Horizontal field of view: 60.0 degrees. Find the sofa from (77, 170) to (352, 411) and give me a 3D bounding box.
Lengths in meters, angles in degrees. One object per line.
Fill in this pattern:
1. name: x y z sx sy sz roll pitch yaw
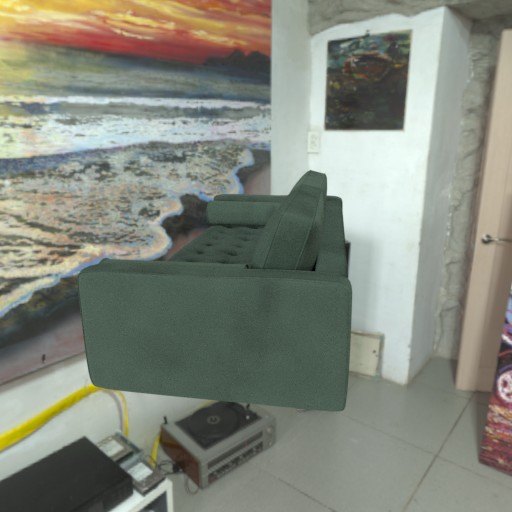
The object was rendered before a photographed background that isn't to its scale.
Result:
1. sofa: 0.000 0.000 2.315 0.916 0.772 1.880 3 16 9
